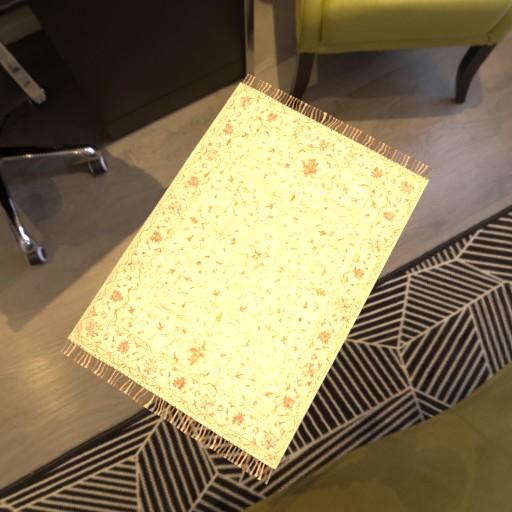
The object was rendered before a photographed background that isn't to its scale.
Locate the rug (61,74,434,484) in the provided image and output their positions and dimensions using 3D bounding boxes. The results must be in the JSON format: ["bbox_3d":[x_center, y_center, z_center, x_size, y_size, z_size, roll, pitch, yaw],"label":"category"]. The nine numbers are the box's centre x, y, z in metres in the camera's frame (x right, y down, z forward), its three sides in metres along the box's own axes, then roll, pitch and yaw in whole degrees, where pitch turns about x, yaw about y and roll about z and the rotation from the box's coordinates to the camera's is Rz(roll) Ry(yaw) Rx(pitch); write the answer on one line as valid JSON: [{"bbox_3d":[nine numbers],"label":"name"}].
[{"bbox_3d":[0.000,0.000,2.342,1.218,0.017,1.861,30,78,7],"label":"rug"}]
